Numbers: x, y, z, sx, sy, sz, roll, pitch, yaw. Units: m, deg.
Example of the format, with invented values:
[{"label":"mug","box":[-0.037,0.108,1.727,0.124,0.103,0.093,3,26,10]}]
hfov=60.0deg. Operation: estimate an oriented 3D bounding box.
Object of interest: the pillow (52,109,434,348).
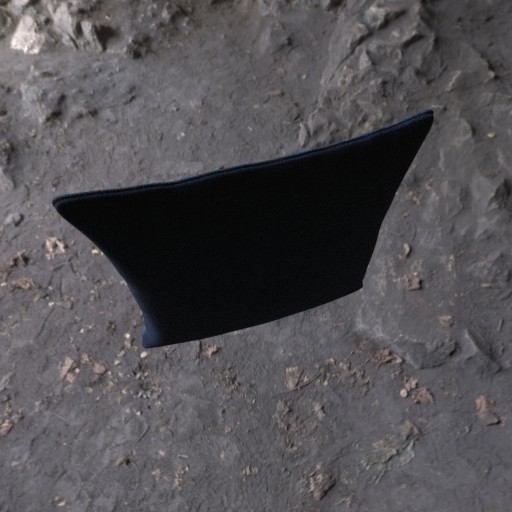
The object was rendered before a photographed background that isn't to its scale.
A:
[{"label":"pillow","box":[0.000,0.000,0.653,0.431,0.431,0.141,-15,60,-9]}]
